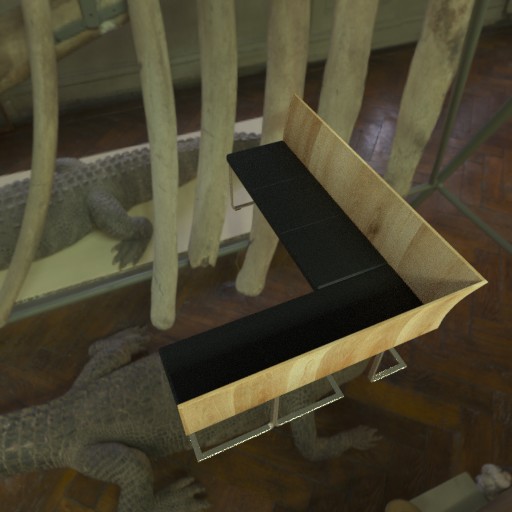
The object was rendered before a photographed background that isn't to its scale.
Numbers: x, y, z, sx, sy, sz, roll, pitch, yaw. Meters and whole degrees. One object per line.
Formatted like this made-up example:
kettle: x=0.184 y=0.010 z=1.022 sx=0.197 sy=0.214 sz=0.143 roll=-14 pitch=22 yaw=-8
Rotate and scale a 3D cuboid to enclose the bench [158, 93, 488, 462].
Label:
bench: x=0.000 y=0.000 z=2.795 sx=1.495 sy=0.930 sz=1.945 roll=-18 pitch=50 yaw=-16
